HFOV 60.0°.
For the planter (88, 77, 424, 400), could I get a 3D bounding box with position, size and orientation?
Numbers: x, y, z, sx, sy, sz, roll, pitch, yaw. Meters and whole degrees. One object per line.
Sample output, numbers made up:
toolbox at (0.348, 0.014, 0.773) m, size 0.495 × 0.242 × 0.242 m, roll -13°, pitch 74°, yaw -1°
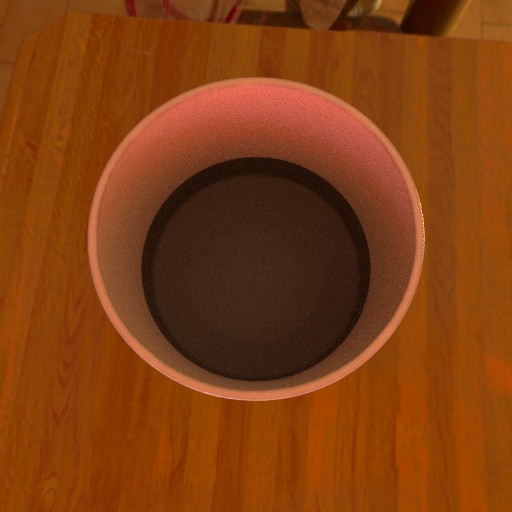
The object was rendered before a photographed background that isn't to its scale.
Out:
planter at (0.000, 0.000, 0.220) m, size 0.128 × 0.105 × 0.128 m, roll 0°, pitch 77°, yaw 0°
